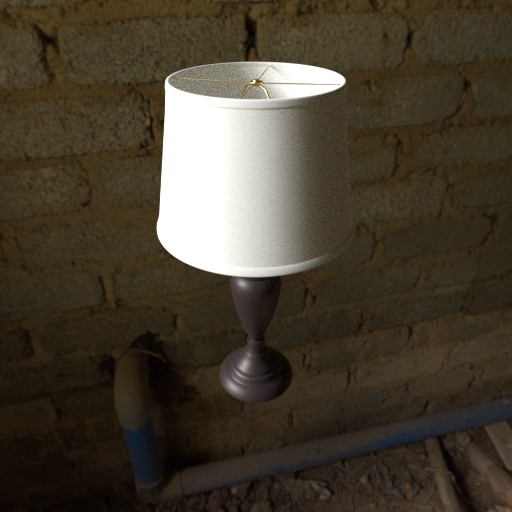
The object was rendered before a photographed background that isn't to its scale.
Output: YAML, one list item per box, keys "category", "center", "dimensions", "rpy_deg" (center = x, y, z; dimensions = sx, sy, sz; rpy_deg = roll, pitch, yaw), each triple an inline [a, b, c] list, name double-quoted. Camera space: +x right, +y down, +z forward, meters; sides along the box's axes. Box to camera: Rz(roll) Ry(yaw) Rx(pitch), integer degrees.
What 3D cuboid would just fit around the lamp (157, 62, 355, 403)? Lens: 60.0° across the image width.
- category: "lamp"
  center: [0.000, 0.000, 0.803]
  dimensions: [0.335, 0.611, 0.335]
  rpy_deg: [0, 33, 0]
